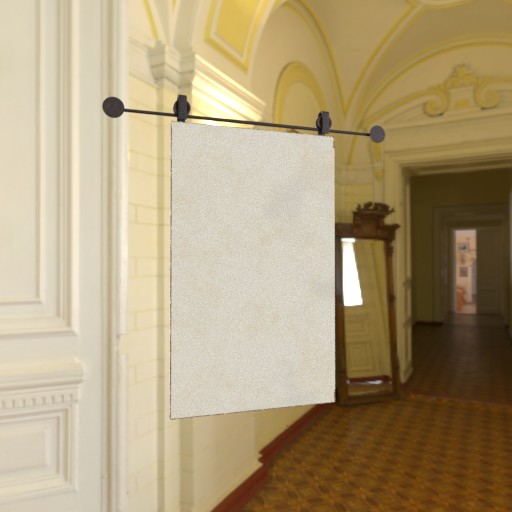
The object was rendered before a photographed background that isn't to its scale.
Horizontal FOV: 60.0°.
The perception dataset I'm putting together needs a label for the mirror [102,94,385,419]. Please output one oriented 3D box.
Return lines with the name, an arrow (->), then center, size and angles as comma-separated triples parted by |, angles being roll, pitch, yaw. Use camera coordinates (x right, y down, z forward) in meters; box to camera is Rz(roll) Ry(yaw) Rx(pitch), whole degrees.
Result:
mirror -> 0.000, 0.000, 1.228 | 0.808, 0.844, 0.037 | 0, -1, -18
